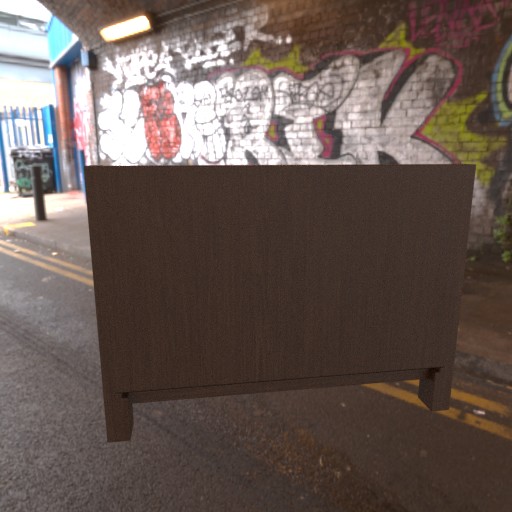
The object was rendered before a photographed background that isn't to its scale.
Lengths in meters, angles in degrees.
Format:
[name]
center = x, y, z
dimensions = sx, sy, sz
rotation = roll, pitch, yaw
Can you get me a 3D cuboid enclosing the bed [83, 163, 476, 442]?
[bed]
center = 0.000, 0.000, 3.005
dimensions = 1.735, 1.261, 1.992
rotation = -2, 13, -9
